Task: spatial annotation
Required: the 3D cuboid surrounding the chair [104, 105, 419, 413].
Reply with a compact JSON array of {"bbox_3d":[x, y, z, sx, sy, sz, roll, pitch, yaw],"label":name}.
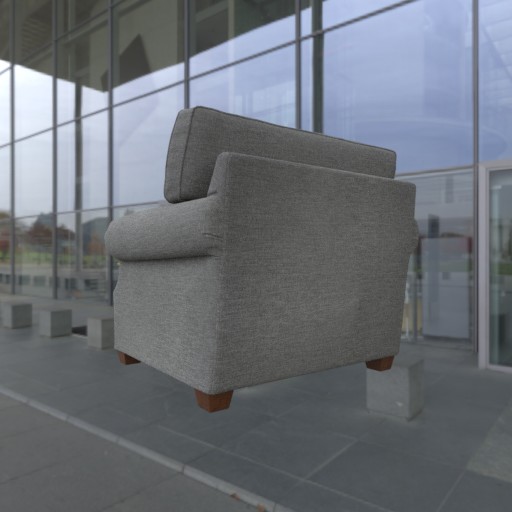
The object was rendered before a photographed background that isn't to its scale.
[{"bbox_3d":[0.000,0.000,1.910,1.092,0.961,0.965,0,0,-36],"label":"chair"}]
